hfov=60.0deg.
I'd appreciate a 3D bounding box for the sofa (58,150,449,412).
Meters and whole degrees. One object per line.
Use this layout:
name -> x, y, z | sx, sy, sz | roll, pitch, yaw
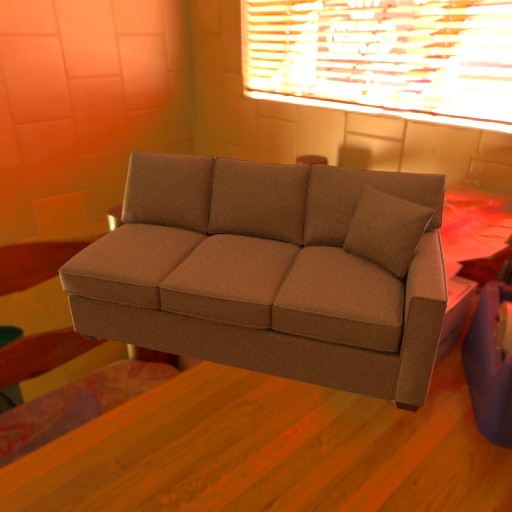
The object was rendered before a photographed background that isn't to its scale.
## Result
sofa -> 0.000, 0.000, 2.547 | 1.963, 0.946, 1.034 | 8, 27, 16
